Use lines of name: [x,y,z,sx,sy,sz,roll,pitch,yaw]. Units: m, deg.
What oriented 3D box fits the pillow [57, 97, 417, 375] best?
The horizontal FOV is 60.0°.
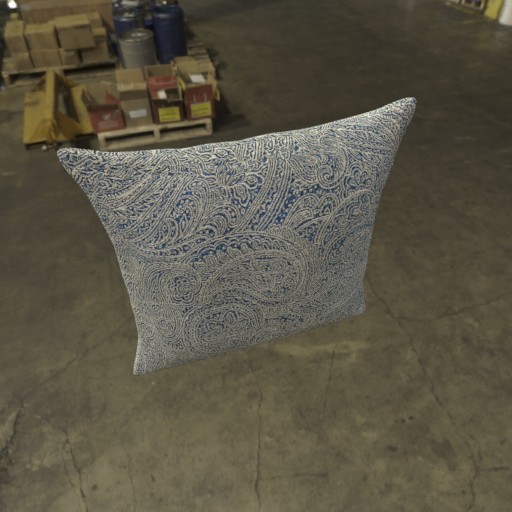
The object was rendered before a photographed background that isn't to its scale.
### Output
pillow: [0.000,0.000,0.783,0.523,0.510,0.166,-13,44,-13]
